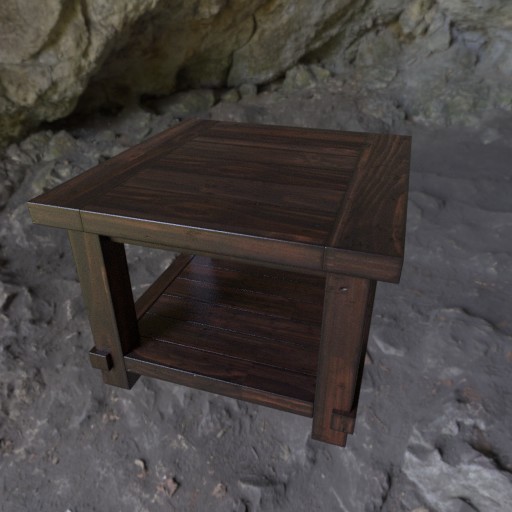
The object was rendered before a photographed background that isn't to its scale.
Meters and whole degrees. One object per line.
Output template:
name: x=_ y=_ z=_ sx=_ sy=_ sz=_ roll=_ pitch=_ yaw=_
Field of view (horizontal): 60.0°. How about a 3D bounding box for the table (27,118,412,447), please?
table: x=0.000 y=0.000 z=1.003 sx=0.593 sy=0.437 sz=0.606 roll=9 pitch=32 yaw=15
